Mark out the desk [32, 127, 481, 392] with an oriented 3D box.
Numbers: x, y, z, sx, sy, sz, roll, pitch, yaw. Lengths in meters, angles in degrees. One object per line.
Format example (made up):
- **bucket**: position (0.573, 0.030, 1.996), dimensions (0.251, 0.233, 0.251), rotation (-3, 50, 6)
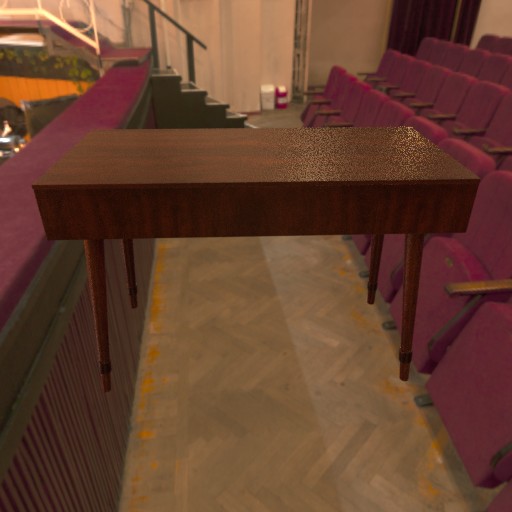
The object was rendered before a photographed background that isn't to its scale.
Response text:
- **desk**: position (0.000, 0.000, 2.128), dimensions (1.577, 1.031, 0.734), rotation (-1, 30, -2)
